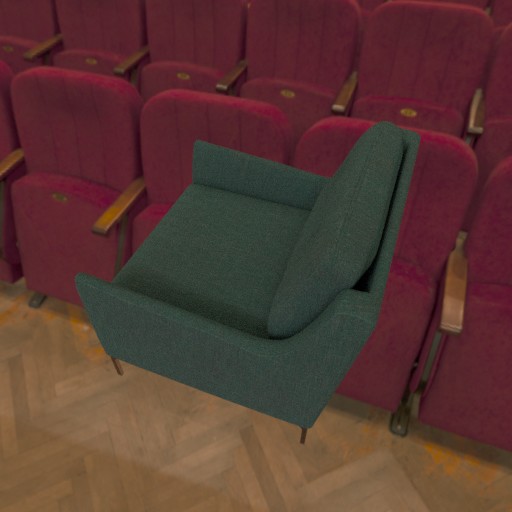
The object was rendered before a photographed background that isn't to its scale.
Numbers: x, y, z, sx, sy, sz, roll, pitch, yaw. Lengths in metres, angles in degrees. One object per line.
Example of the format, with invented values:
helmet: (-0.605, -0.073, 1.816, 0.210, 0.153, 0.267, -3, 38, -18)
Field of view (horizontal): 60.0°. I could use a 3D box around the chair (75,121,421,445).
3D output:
chair: (0.000, 0.000, 1.532, 0.849, 0.828, 0.847, 15, 48, 14)
